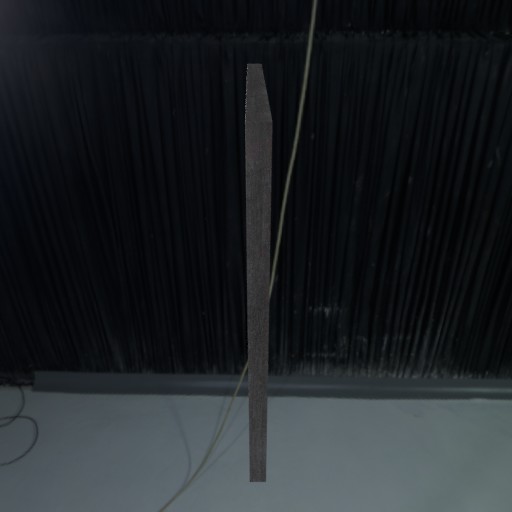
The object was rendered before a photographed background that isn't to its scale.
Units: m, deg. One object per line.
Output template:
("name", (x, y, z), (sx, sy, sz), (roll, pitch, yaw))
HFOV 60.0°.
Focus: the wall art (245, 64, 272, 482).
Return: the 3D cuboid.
("wall art", (0.000, 0.000, 0.791), (0.027, 0.580, 0.479), (0, 30, -1))
